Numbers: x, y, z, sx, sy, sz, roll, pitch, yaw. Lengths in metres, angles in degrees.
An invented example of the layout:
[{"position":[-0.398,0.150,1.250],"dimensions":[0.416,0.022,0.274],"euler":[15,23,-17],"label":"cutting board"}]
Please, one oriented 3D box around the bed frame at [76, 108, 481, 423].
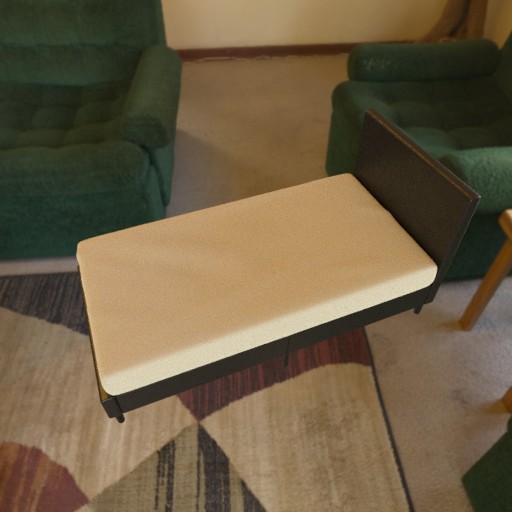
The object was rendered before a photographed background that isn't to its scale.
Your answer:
[{"position":[0.000,0.000,2.564],"dimensions":[2.152,1.046,1.038],"euler":[-16,48,-15],"label":"bed frame"}]
